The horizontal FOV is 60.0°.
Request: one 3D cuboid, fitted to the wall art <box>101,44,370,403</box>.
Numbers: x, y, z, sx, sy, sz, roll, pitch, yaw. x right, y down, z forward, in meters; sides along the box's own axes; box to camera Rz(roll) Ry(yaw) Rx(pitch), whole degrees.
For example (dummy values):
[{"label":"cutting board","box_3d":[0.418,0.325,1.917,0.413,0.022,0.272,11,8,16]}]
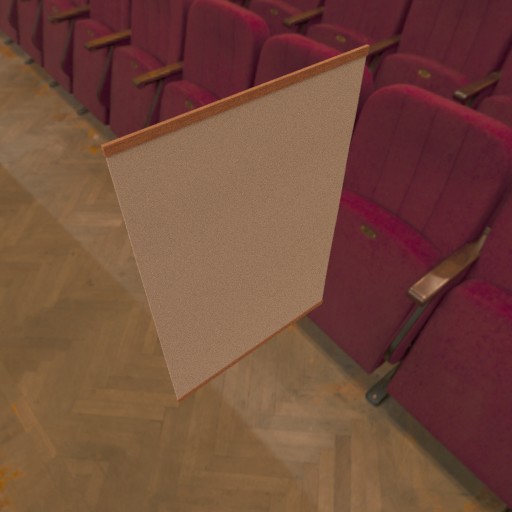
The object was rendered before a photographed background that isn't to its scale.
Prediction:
[{"label":"wall art","box_3d":[0.000,0.000,1.919,1.019,1.527,0.019,-30,54,-25]}]
